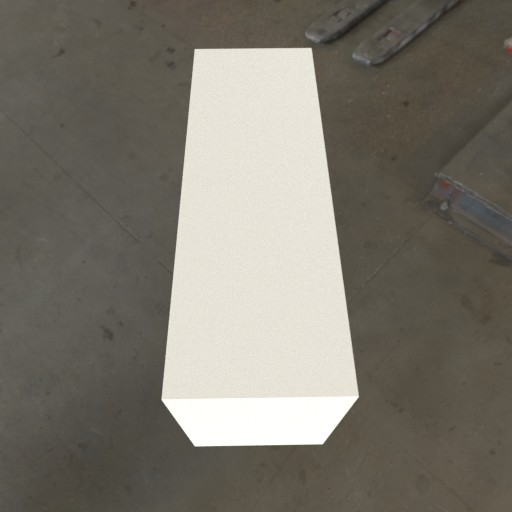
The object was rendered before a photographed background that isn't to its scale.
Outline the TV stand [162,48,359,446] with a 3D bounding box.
[{"bbox_3d":[0.000,0.000,1.570,0.406,0.812,1.193,-1,58,0],"label":"TV stand"}]
